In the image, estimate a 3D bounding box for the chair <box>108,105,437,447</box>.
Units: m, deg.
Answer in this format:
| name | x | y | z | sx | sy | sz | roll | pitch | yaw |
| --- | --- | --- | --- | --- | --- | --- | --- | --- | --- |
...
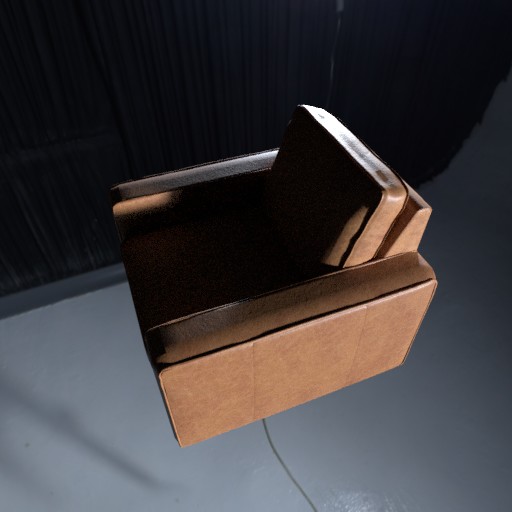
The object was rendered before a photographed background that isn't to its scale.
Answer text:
| name | x | y | z | sx | sy | sz | roll | pitch | yaw |
| --- | --- | --- | --- | --- | --- | --- | --- | --- | --- |
| chair | 0.000 | 0.000 | 1.770 | 1.027 | 0.901 | 0.987 | -18 | 48 | -17 |
